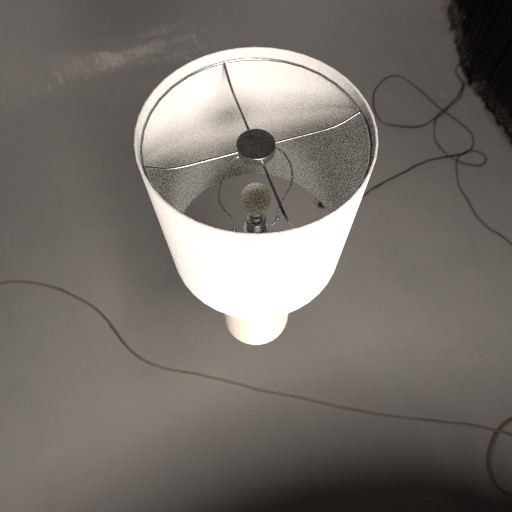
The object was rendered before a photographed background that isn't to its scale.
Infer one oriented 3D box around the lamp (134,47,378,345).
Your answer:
[{"bbox_3d":[0.000,0.000,0.606,0.212,0.493,0.212,-16,65,-8],"label":"lamp"}]
